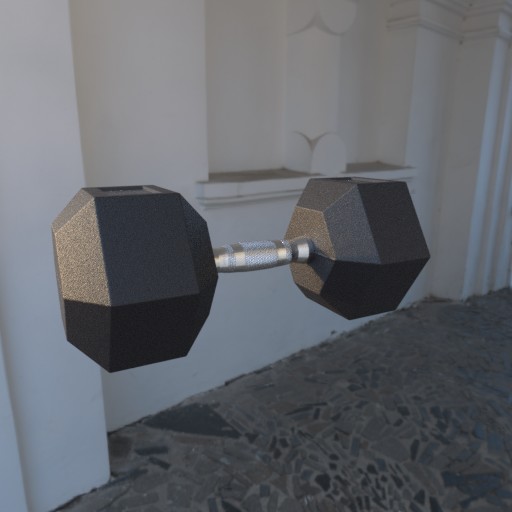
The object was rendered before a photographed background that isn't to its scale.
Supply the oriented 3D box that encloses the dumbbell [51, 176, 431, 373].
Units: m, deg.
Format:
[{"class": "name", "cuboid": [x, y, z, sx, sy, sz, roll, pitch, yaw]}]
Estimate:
[{"class": "dumbbell", "cuboid": [0.000, 0.000, 0.468, 0.384, 0.150, 0.173, -7, 16, -26]}]
